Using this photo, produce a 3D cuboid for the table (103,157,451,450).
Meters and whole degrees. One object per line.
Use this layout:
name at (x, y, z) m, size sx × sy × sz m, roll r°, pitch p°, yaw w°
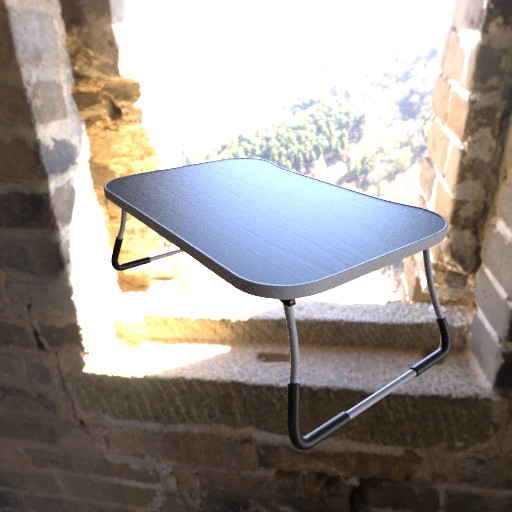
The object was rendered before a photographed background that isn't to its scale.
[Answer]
table at (0.000, 0.000, 0.860) m, size 0.400 × 0.232 × 0.660 m, roll -18°, pitch 31°, yaw -33°
